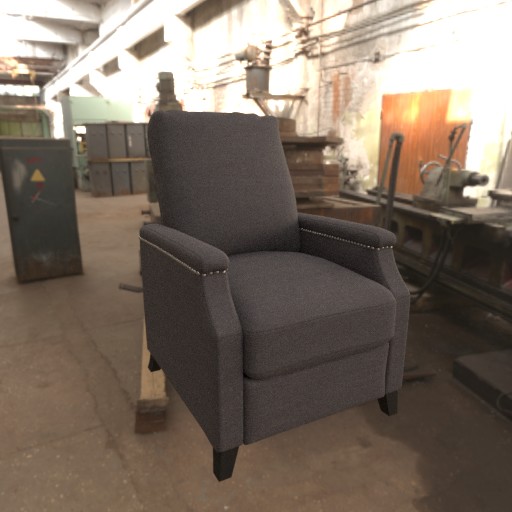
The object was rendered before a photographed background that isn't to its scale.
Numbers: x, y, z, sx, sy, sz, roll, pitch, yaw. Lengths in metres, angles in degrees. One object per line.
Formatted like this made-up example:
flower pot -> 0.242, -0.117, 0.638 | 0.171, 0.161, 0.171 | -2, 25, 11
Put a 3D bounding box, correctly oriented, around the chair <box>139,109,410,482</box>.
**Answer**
chair -> 0.000, 0.000, 1.631 | 0.710, 1.049, 0.922 | -8, 16, -27
